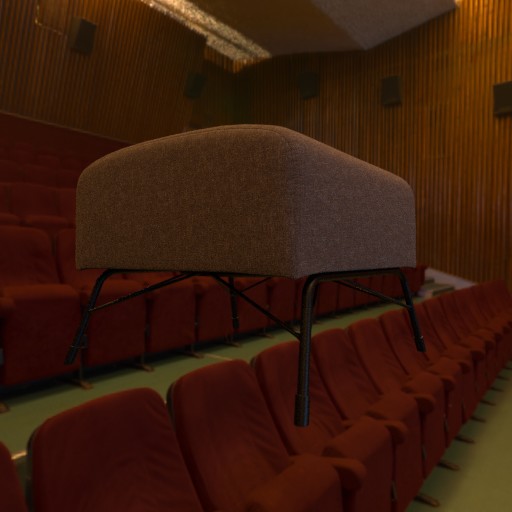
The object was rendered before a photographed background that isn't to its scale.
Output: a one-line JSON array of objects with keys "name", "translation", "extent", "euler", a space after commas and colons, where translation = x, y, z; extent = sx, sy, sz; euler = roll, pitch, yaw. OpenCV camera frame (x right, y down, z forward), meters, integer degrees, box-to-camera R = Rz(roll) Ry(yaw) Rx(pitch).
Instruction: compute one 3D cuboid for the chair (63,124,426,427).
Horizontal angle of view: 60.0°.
[{"name": "chair", "translation": [0.000, 0.000, 0.899], "extent": [0.530, 0.410, 0.530], "euler": [0, 0, 36]}]
